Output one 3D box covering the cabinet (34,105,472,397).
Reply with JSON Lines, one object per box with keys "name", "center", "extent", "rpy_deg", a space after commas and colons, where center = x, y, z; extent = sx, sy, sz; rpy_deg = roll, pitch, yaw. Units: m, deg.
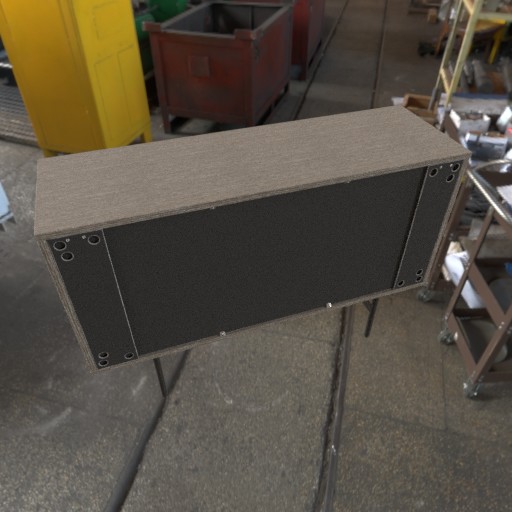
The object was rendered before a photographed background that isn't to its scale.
{"name": "cabinet", "center": [0.000, 0.000, 1.542], "extent": [1.194, 0.787, 0.405], "rpy_deg": [-13, 42, -14]}
